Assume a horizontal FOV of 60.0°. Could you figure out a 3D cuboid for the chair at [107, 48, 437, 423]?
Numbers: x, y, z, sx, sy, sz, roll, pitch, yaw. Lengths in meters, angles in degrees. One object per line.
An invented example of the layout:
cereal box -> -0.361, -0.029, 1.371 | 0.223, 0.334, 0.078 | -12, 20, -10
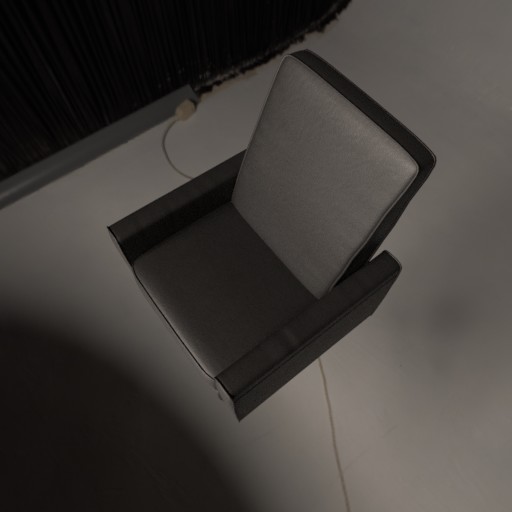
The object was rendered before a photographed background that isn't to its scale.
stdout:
chair -> 0.000, 0.000, 1.498 | 0.746, 1.013, 0.705 | -35, 68, -16
